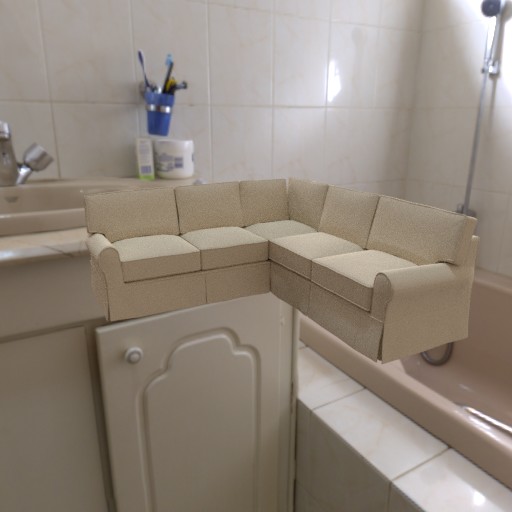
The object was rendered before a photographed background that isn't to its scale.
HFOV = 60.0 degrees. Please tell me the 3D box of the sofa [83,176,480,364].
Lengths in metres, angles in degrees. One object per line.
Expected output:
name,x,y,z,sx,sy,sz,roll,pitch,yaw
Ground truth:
sofa,0.000,0.000,3.968,2.591,1.070,2.597,-9,19,-26
